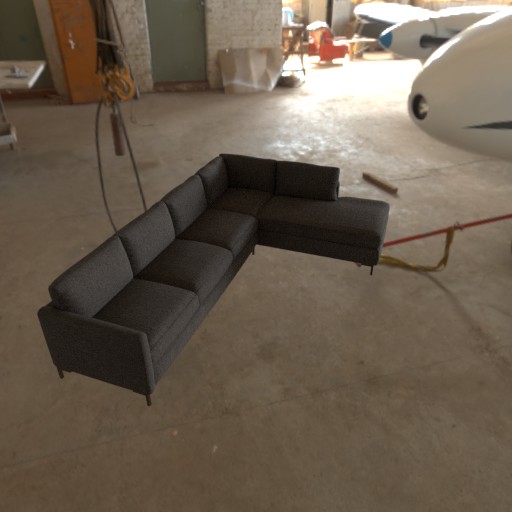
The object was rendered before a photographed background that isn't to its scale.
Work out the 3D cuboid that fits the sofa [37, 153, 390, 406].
[{"bbox_3d":[0.000,0.000,3.846,2.007,0.815,2.949,11,33,17],"label":"sofa"}]
